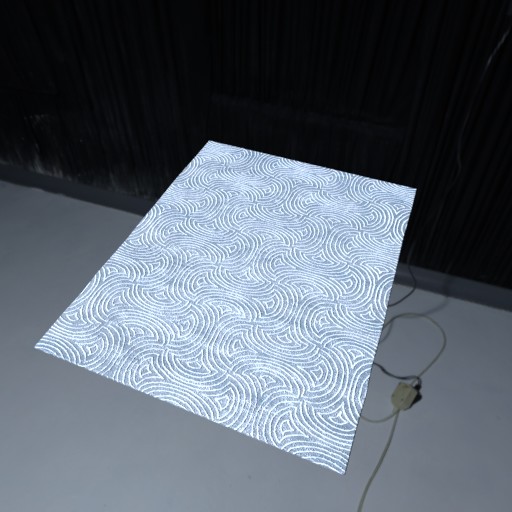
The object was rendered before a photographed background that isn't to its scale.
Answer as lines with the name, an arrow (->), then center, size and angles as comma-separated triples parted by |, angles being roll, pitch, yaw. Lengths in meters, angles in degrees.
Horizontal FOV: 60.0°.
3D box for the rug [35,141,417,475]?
rug -> 0.000, 0.000, 4.045 | 2.456, 0.021, 3.042 | 17, 50, 15
